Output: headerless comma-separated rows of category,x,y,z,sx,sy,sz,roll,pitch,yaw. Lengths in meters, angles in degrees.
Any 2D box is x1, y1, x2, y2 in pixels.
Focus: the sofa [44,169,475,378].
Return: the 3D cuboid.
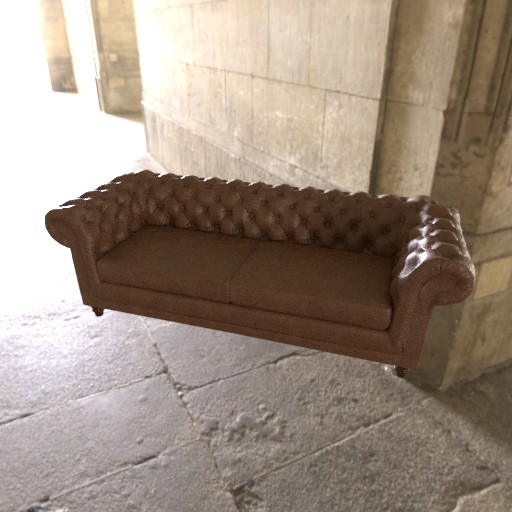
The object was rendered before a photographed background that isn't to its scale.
sofa,0.000,0.000,2.829,2.385,0.783,0.944,8,28,16
